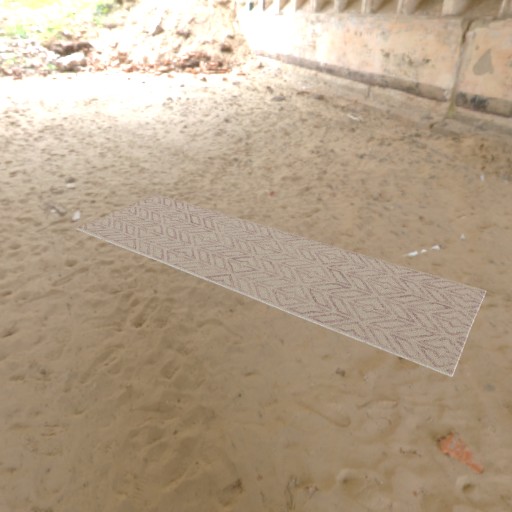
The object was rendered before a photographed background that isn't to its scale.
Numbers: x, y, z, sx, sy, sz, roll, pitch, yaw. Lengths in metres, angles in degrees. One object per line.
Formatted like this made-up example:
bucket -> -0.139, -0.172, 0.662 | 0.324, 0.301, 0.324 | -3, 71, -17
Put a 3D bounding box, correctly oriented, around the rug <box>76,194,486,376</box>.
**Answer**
rug -> 0.000, 0.000, 2.665 | 2.435, 0.009, 0.750 | 19, 35, 29
